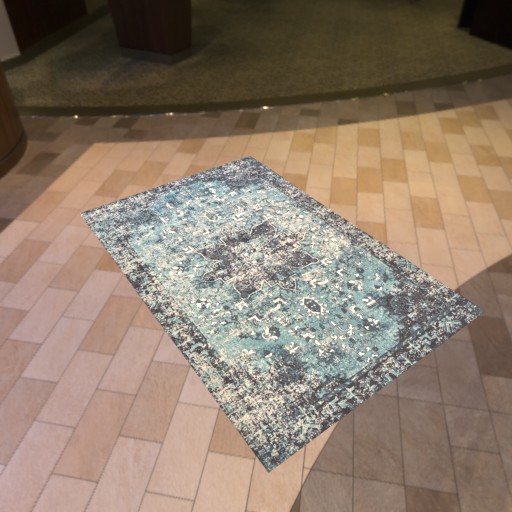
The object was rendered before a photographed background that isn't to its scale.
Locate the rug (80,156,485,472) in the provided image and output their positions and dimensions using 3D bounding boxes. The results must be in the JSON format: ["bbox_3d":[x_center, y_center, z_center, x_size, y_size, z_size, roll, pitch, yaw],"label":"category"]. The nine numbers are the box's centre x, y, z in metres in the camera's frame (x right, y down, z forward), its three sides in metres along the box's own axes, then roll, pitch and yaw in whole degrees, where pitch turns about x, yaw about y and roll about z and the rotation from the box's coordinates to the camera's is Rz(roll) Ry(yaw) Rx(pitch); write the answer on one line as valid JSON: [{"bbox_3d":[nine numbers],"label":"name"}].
[{"bbox_3d":[0.000,0.000,2.284,1.219,0.005,1.828,-25,46,-27],"label":"rug"}]
